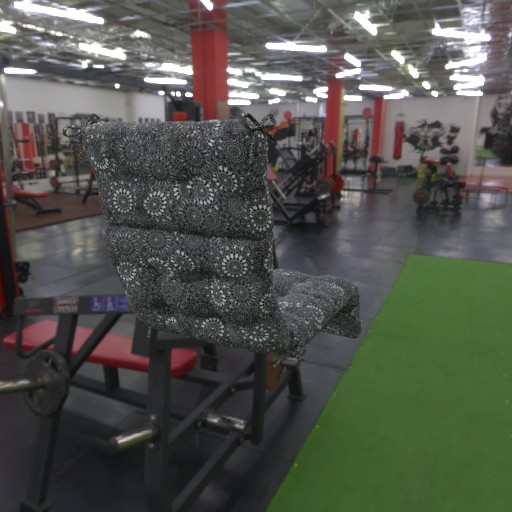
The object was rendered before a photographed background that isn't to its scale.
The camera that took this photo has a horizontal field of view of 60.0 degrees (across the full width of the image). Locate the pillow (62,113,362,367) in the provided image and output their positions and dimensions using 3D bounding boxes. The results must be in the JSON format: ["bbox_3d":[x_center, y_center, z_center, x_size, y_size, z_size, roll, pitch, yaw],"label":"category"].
[{"bbox_3d":[0.000,0.000,1.455,0.526,0.863,1.016,8,17,27],"label":"pillow"}]
